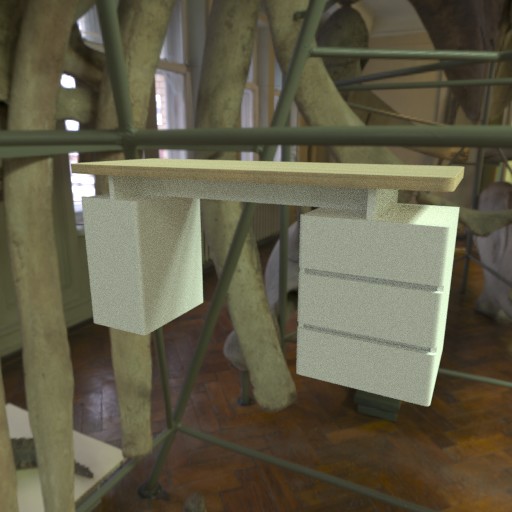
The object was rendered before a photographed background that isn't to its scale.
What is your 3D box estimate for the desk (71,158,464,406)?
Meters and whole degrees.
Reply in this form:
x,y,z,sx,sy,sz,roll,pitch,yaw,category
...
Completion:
x,y,z,sx,sy,sz,roll,pitch,yaw,category
0.000,0.000,1.873,1.500,0.755,0.550,7,17,26,desk
